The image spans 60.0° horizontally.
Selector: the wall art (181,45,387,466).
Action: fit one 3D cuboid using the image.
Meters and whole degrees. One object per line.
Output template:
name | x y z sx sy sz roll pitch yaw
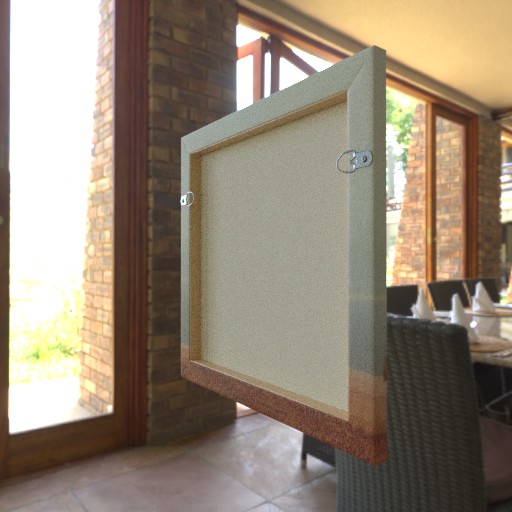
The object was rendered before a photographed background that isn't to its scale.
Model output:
wall art | 0.000 0.000 0.593 0.023 0.405 0.405 0 -1 -37
